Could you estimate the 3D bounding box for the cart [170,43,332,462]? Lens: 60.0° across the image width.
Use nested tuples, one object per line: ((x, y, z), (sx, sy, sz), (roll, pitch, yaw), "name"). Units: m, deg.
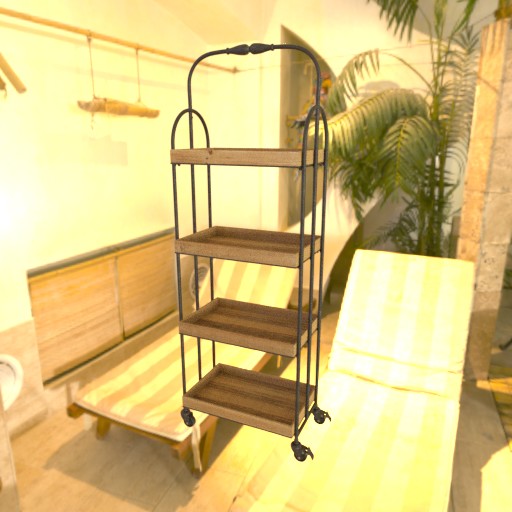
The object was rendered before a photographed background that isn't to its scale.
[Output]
((0.000, 0.000, 1.683), (0.581, 1.481, 0.308), (7, 17, 24), "cart")
